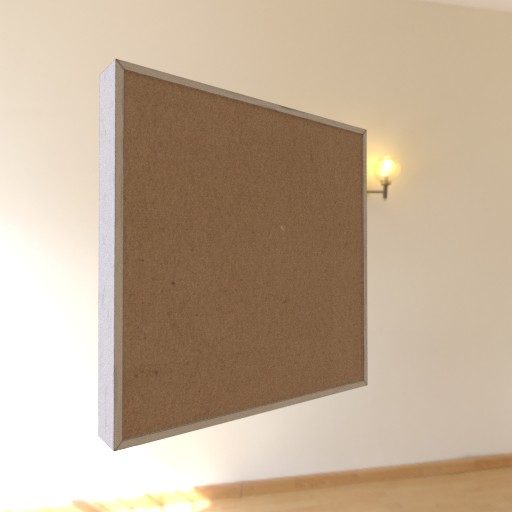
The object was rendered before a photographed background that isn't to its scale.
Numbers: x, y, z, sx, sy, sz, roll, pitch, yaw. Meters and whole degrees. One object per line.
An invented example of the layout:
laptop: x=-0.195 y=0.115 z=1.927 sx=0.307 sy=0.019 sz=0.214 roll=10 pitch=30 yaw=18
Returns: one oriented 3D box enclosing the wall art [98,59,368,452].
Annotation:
wall art: x=0.000 y=0.000 z=0.451 sx=0.305 sy=0.305 sz=0.038 roll=1 pitch=-1 yaw=-37
